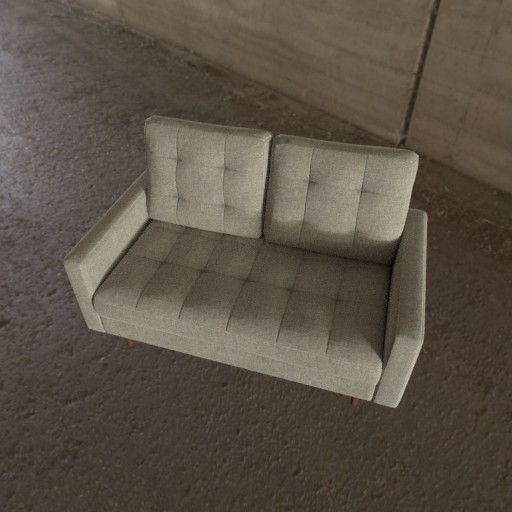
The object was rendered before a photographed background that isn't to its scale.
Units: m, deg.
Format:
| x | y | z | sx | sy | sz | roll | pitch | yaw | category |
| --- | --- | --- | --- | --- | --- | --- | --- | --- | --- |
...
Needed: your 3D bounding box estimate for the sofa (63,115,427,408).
| x | y | z | sx | sy | sz | roll | pitch | yaw | category |
| --- | --- | --- | --- | --- | --- | --- | --- | --- | --- |
| 0.000 | 0.000 | 1.975 | 1.407 | 0.907 | 0.842 | 11 | 43 | 12 | sofa |
